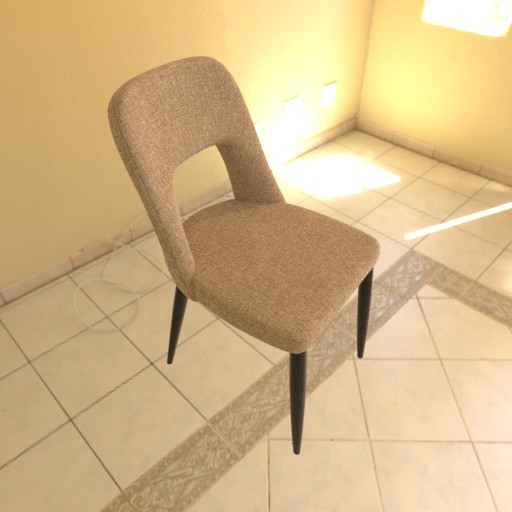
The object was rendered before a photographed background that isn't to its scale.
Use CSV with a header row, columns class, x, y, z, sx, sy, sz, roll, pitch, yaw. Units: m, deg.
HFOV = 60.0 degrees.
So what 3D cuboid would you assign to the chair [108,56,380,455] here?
class,x,y,z,sx,sy,sz,roll,pitch,yaw
chair,0.000,0.000,1.248,0.612,0.931,0.470,25,47,26
